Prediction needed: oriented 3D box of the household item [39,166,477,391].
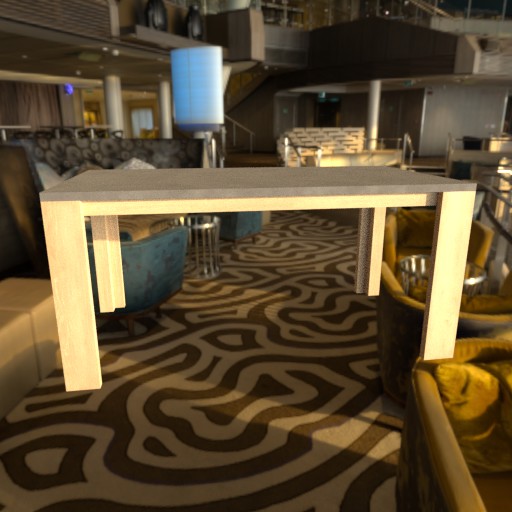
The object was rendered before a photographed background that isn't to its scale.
[{"bbox_3d":[0.000,0.000,2.106,1.600,0.755,0.850,-3,16,-9],"label":"household item"}]
